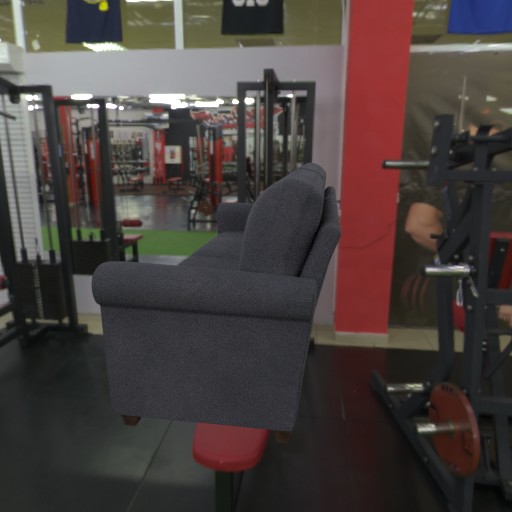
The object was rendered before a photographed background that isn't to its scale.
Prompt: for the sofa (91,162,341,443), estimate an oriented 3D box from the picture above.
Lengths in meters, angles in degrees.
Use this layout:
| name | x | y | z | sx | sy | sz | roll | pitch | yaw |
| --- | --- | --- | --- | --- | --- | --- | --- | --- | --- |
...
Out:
| name | x | y | z | sx | sy | sz | roll | pitch | yaw |
| --- | --- | --- | --- | --- | --- | --- | --- | --- | --- |
| sofa | 0.000 | 0.000 | 2.397 | 0.842 | 0.942 | 1.935 | 2 | 14 | 9 |
